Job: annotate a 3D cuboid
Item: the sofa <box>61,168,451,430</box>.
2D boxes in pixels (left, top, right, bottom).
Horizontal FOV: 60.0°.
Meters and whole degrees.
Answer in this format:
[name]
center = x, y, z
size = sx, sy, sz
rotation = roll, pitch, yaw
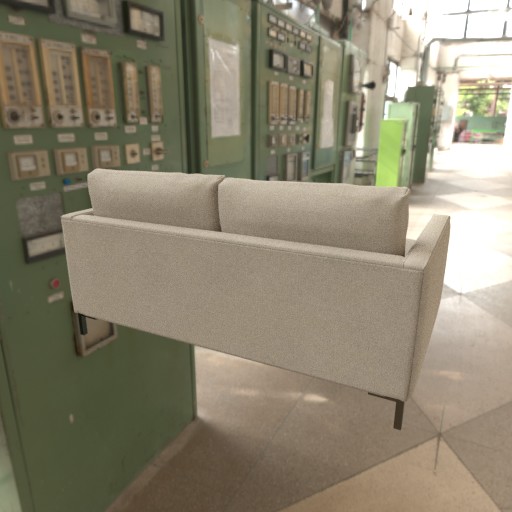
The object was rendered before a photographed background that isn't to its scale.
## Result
[sofa]
center = 0.000, 0.000, 2.167
size = 1.682, 0.840, 0.875
rotation = 9, 19, 26
